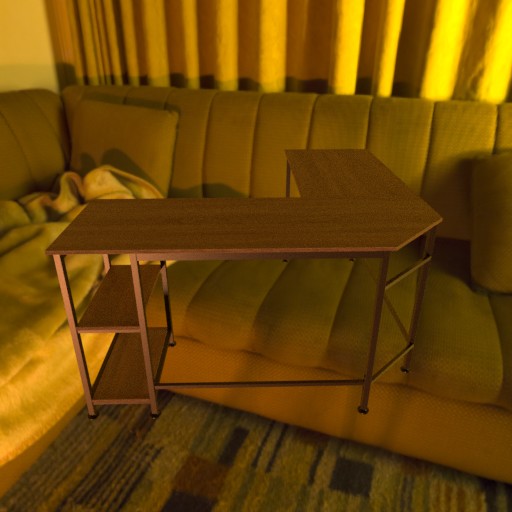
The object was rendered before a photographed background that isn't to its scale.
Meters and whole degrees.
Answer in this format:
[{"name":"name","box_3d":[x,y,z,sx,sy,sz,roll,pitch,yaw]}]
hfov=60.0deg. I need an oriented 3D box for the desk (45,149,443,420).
[{"name":"desk","box_3d":[0.000,0.000,2.205,1.379,0.739,1.379,-1,26,-1]}]
